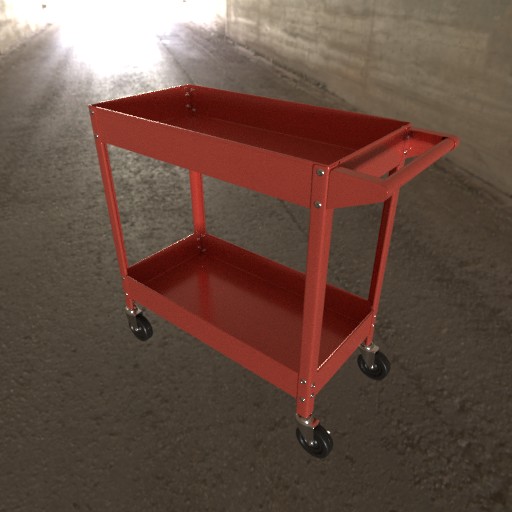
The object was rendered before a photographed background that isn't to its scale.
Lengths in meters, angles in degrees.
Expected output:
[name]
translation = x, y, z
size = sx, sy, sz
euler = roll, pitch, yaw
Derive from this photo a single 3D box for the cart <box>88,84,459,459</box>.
[cart]
translation = 0.000, 0.000, 1.157
size = 0.779, 0.719, 0.366
euler = 23, 38, 32
